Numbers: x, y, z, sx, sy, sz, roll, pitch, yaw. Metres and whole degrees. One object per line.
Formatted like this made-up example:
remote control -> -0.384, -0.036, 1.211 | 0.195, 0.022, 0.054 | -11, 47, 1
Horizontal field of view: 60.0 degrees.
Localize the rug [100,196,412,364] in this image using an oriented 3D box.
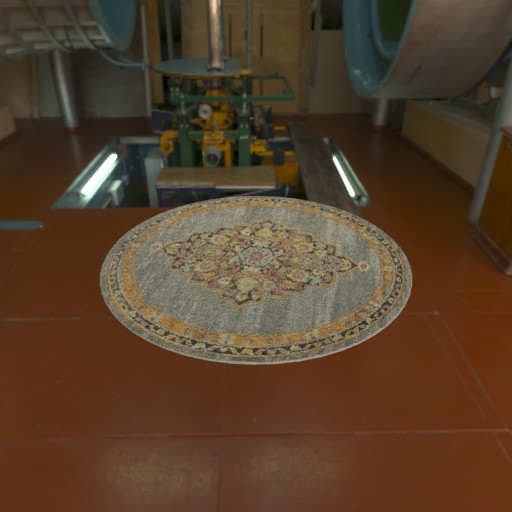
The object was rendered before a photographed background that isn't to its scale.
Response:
rug -> 0.000, 0.000, 2.368 | 1.598, 0.010, 1.598 | 0, 31, 0
